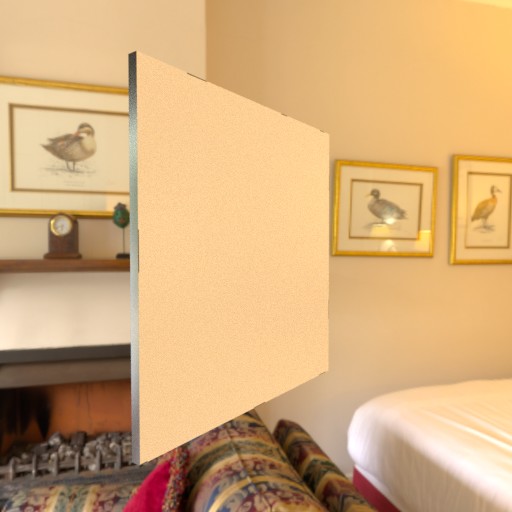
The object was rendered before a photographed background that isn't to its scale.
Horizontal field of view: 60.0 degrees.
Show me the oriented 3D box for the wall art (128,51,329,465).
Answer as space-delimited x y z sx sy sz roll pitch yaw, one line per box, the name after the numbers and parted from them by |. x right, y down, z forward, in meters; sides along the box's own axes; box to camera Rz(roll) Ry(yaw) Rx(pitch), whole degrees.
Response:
0.000 0.000 0.658 0.014 0.445 0.446 1 2 36 | wall art
